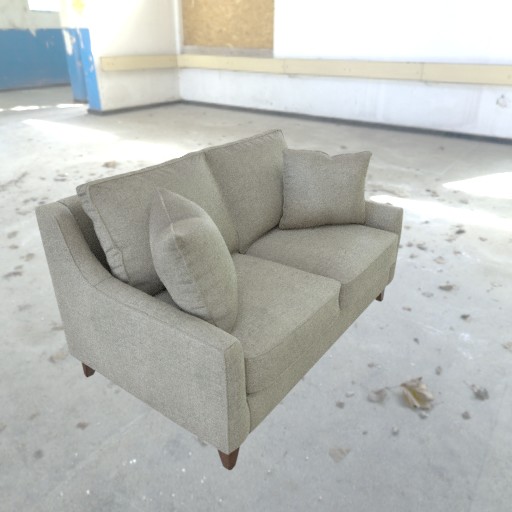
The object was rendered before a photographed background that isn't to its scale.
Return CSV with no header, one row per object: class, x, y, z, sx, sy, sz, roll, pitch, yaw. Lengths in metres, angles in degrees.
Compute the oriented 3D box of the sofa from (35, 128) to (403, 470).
sofa,0.000,0.000,1.971,0.915,0.863,1.422,19,33,32
